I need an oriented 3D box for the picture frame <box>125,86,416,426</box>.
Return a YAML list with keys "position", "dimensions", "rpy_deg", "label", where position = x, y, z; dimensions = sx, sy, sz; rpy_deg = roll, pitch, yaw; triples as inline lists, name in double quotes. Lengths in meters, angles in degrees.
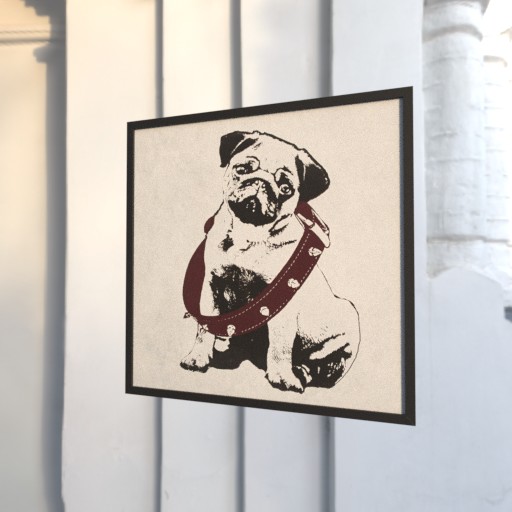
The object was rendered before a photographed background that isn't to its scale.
- position: [0.000, 0.000, 1.152]
  dimensions: [0.775, 0.775, 0.032]
  rpy_deg: [0, -1, 19]
  label: "picture frame"
